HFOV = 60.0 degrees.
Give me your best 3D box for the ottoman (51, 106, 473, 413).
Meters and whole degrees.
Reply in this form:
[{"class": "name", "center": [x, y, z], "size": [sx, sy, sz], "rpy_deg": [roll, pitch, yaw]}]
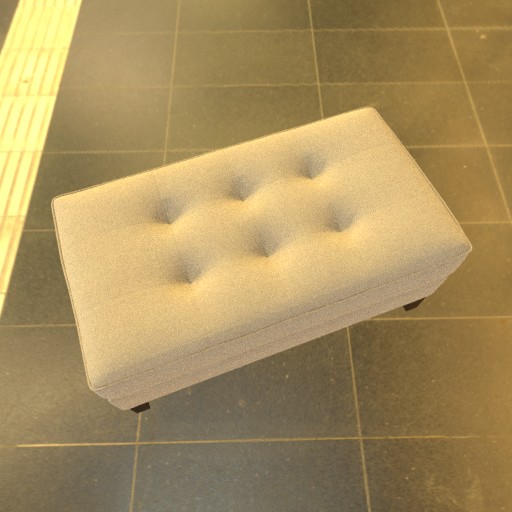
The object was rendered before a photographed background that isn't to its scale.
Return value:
[{"class": "ottoman", "center": [0.000, 0.000, 1.503], "size": [1.143, 0.508, 0.648], "rpy_deg": [-19, 64, -9]}]
